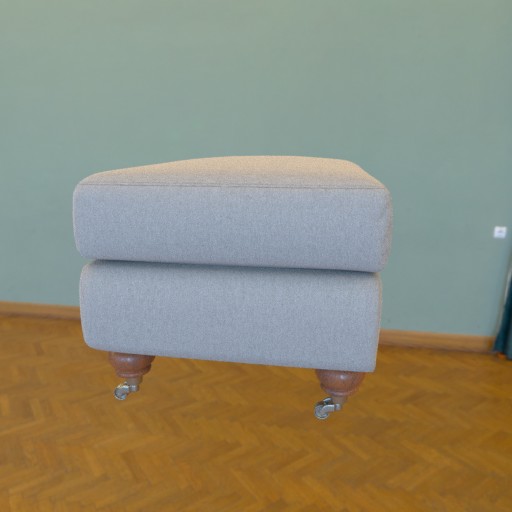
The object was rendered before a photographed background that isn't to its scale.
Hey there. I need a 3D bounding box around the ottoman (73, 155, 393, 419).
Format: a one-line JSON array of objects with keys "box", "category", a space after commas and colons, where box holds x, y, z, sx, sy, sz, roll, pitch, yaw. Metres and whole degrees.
[{"box": [0.000, 0.000, 1.133, 0.574, 0.497, 0.773, 2, 14, 9], "category": "ottoman"}]
